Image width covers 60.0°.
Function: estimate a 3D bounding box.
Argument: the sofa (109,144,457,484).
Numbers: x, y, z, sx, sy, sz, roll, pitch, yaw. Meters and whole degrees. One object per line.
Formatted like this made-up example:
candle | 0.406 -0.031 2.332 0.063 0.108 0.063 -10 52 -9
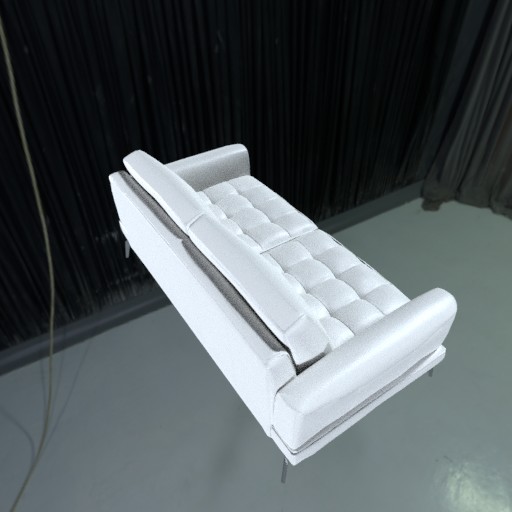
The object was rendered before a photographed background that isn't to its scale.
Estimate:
sofa | 0.000 0.000 2.751 1.121 0.930 2.177 -24 46 -25
